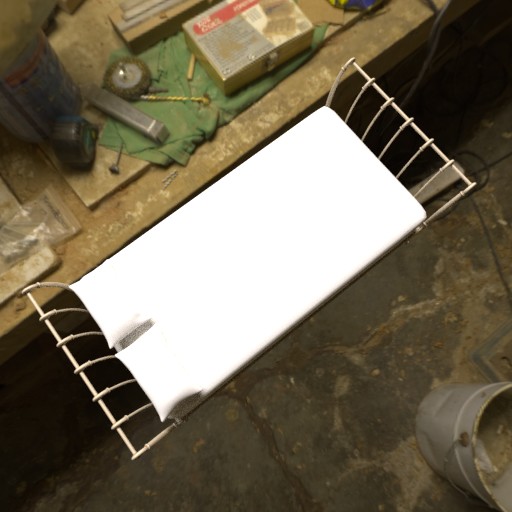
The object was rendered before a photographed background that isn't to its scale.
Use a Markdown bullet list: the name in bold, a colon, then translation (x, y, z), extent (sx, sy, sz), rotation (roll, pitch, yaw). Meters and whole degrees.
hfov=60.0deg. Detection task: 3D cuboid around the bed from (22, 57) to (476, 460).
- **bed**: translation (0.000, 0.000, 2.711), extent (2.228, 0.873, 1.032), rotation (-37, 79, -8)
